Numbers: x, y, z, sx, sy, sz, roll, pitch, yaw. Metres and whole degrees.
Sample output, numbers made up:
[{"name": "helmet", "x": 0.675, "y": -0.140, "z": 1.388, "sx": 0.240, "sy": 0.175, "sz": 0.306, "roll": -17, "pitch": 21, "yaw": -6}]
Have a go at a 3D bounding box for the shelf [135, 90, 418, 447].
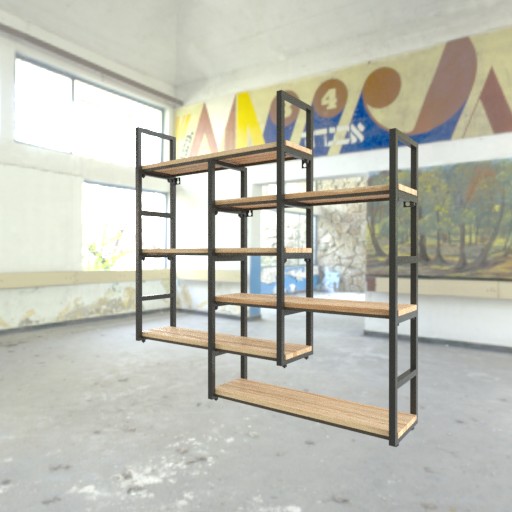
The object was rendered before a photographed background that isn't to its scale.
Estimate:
[{"name": "shelf", "x": 0.000, "y": 0.000, "z": 1.392, "sx": 0.946, "sy": 0.921, "sz": 0.183, "roll": 0, "pitch": 0, "yaw": 36}]
